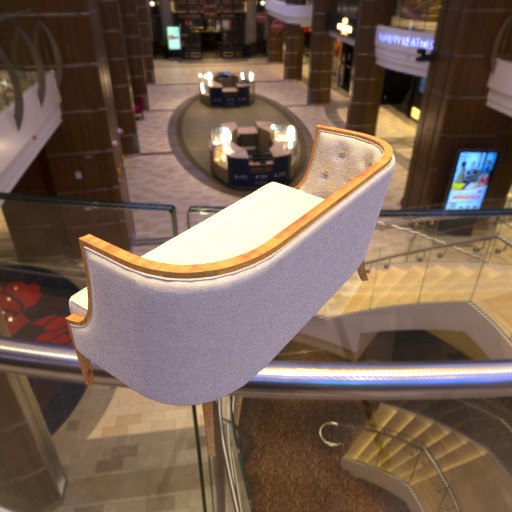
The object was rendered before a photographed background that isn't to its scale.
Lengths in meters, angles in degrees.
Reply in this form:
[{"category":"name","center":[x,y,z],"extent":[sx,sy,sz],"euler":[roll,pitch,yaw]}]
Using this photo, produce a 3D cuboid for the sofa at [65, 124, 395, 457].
[{"category":"sofa","center":[0.000,0.000,1.943],"extent":[0.770,0.775,1.474],"euler":[21,38,30]}]
